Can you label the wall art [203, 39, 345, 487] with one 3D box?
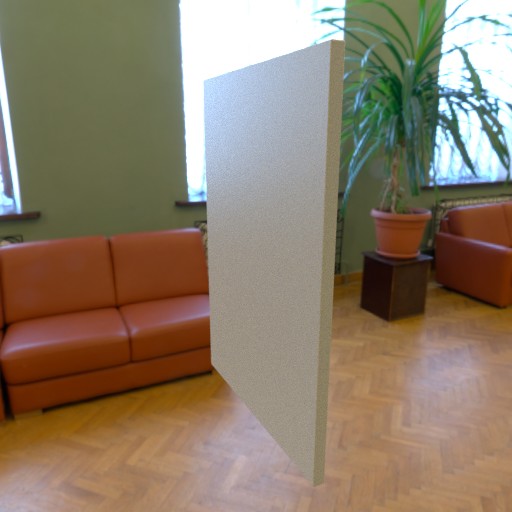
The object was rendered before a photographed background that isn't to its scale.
[{"bbox_3d":[0.000,0.000,1.016,0.026,0.813,0.556,-7,17,-26],"label":"wall art"}]
